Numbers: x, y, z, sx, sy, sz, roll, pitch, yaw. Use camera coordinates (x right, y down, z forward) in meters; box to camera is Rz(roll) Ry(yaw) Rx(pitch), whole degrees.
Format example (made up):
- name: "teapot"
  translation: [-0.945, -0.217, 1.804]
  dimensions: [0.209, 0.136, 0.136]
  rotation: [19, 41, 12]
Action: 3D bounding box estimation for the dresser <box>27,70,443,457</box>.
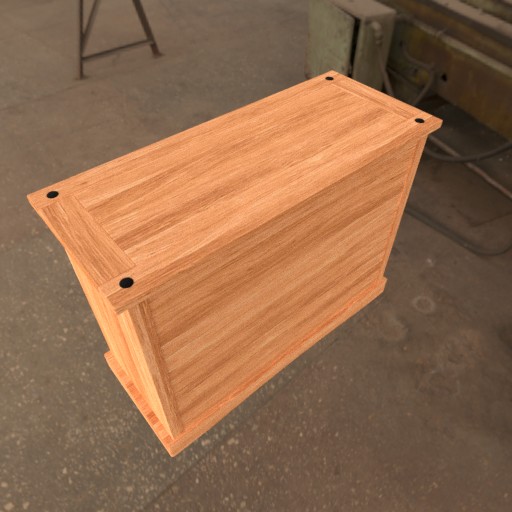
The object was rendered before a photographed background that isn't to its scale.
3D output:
- name: "dresser"
  translation: [0.000, 0.000, 1.362]
  dimensions: [0.990, 0.740, 0.410]
  rotation: [-31, 54, -26]
